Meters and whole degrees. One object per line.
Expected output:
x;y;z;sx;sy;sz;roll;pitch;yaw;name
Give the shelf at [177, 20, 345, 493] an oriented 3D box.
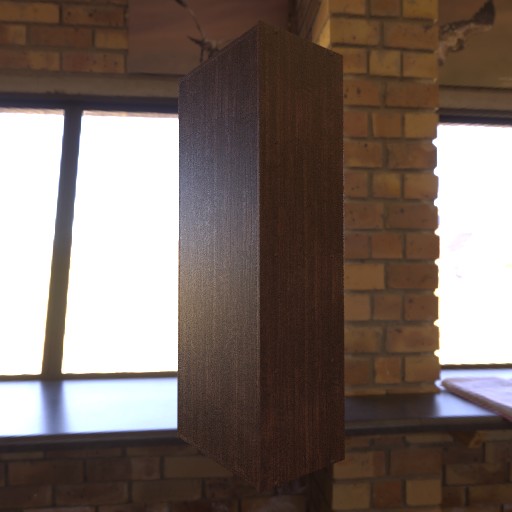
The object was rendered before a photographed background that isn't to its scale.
0.000;0.000;1.280;0.290;1.099;0.415;1;-2;-37;shelf
